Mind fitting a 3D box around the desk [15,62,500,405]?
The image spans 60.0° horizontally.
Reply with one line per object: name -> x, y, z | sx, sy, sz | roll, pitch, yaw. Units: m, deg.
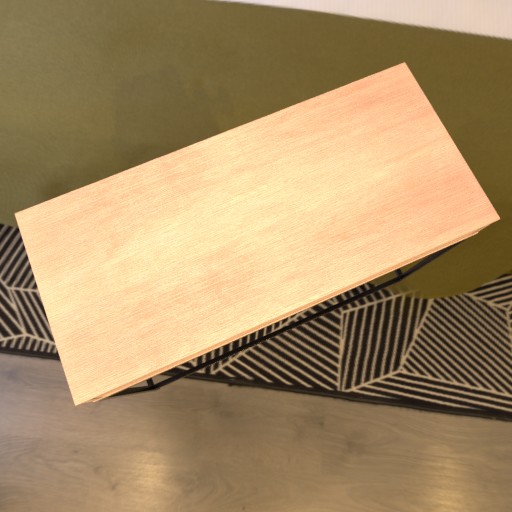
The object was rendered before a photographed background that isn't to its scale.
desk -> 0.000, 0.000, 1.386 | 1.016, 0.762, 0.470 | -23, 76, -6
